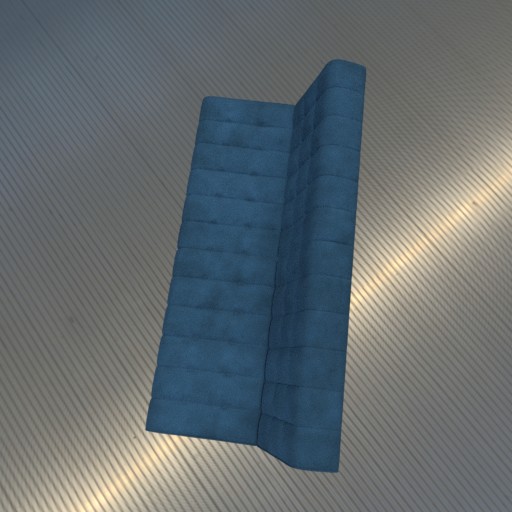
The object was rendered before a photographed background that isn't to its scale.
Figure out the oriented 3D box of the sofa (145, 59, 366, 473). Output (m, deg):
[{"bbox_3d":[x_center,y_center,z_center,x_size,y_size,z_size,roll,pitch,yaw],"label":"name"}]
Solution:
[{"bbox_3d":[0.000,0.000,2.273,0.855,0.813,1.804,7,75,2],"label":"sofa"}]
